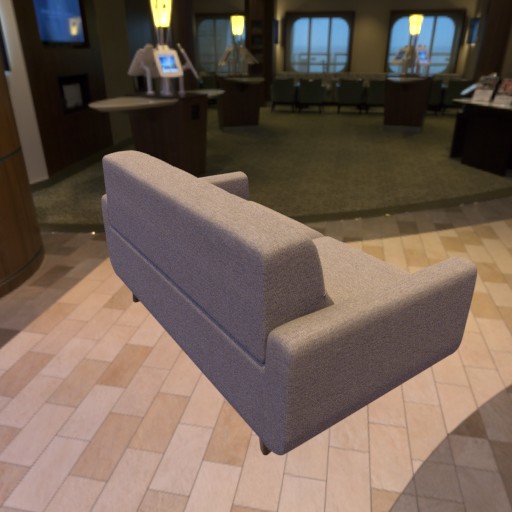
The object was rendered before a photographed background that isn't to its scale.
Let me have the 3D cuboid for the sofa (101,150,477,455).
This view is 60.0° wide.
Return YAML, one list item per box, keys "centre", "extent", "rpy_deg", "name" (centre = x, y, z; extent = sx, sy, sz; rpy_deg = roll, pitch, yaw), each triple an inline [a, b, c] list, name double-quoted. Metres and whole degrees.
- centre: [0.000, 0.000, 2.057]
  extent: [0.909, 0.841, 1.631]
  rpy_deg: [-17, 30, -31]
  name: "sofa"
